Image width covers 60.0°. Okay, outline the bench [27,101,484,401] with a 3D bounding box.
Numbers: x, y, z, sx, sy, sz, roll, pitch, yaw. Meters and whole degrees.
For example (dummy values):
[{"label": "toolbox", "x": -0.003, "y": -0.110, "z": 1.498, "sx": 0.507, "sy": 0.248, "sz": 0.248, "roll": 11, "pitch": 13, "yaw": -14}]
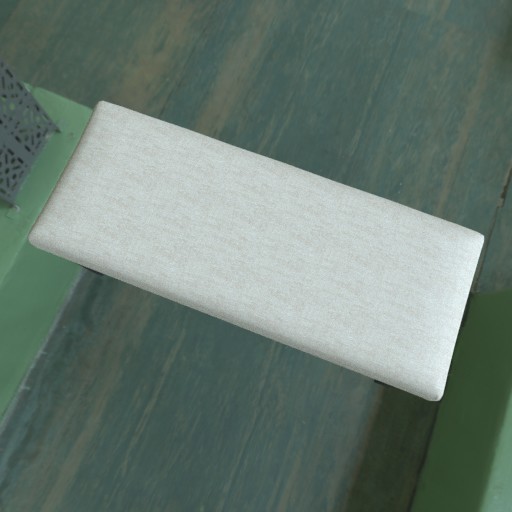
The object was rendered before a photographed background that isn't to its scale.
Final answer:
[{"label": "bench", "x": 0.000, "y": 0.000, "z": 1.213, "sx": 1.013, "sy": 0.456, "sz": 0.407, "roll": 20, "pitch": 77, "yaw": 5}]
